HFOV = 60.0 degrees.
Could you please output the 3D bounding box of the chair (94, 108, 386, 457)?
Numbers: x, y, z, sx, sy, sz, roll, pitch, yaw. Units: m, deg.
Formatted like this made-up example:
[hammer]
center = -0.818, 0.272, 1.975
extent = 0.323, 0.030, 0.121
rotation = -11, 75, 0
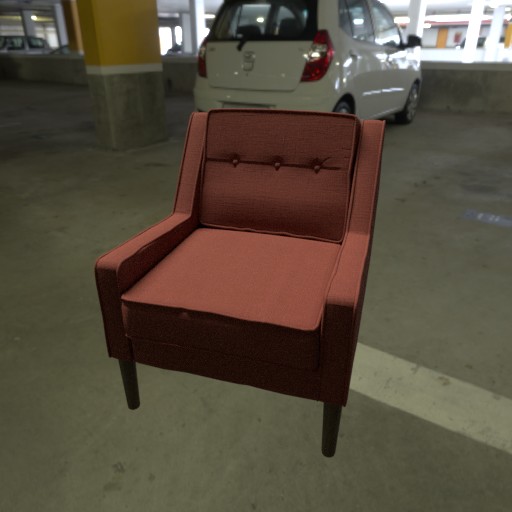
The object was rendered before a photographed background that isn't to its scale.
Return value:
[chair]
center = 0.000, 0.000, 1.379
extent = 0.680, 0.812, 0.770
rotation = 7, 27, 15
